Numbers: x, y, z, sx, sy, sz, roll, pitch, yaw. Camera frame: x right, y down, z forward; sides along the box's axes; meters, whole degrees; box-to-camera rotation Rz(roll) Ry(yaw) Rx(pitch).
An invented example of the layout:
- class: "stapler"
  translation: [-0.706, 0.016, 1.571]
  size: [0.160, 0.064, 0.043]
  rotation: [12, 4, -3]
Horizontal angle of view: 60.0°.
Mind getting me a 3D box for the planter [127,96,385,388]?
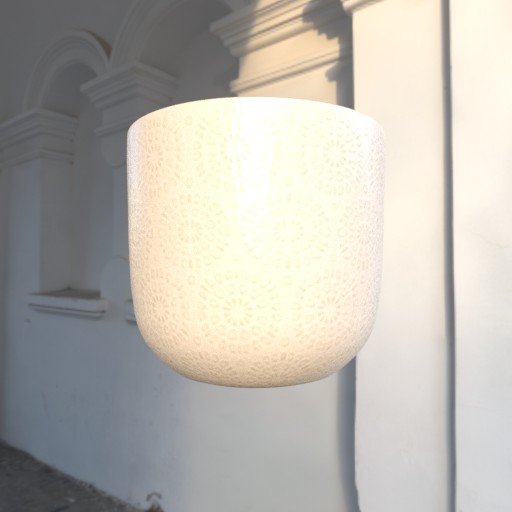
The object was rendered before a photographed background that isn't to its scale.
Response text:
- class: "planter"
  translation: [0.000, 0.000, 0.370]
  size: [0.208, 0.190, 0.208]
  rotation: [0, -1, 0]
